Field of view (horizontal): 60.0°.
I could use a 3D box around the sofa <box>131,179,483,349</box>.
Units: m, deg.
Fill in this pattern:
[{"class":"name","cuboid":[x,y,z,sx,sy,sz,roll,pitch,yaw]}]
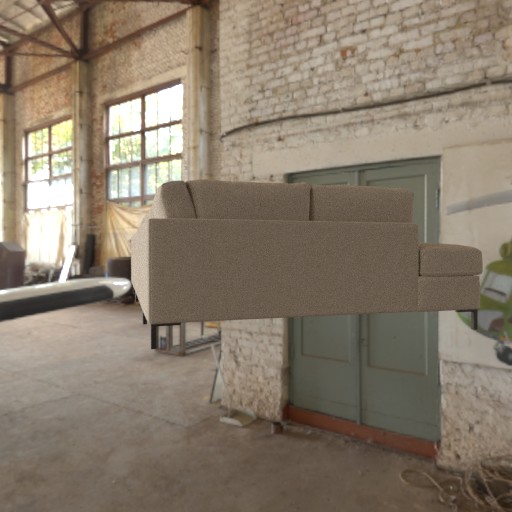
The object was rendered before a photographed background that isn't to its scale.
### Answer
[{"class":"sofa","cuboid":[0.000,0.000,3.782,1.989,0.862,2.984,0,1,-17]}]
